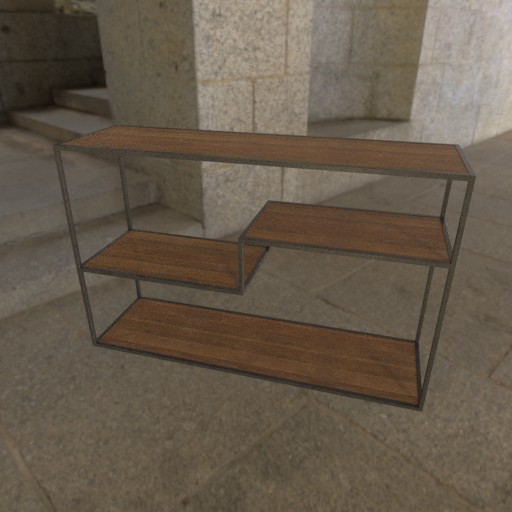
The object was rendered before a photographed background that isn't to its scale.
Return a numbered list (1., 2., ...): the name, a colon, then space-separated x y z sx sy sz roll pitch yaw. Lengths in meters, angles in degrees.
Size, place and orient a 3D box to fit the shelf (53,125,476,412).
1. shelf: 0.000 0.000 1.534 1.201 0.765 0.361 7 28 14
